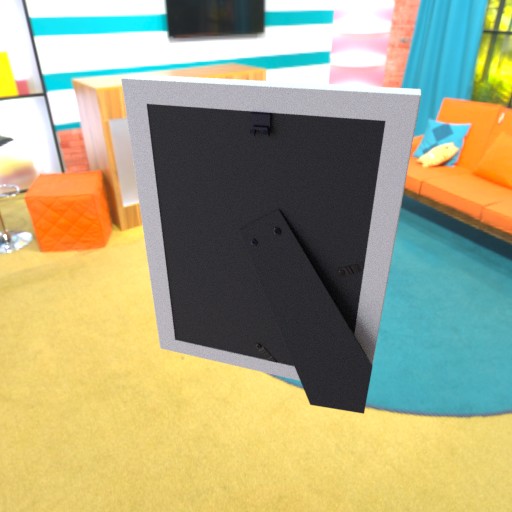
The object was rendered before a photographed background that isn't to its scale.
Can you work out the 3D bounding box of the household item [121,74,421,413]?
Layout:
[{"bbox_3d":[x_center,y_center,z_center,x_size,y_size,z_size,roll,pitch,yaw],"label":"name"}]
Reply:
[{"bbox_3d":[0.000,0.000,0.345,0.200,0.250,0.045,9,32,15],"label":"household item"}]
